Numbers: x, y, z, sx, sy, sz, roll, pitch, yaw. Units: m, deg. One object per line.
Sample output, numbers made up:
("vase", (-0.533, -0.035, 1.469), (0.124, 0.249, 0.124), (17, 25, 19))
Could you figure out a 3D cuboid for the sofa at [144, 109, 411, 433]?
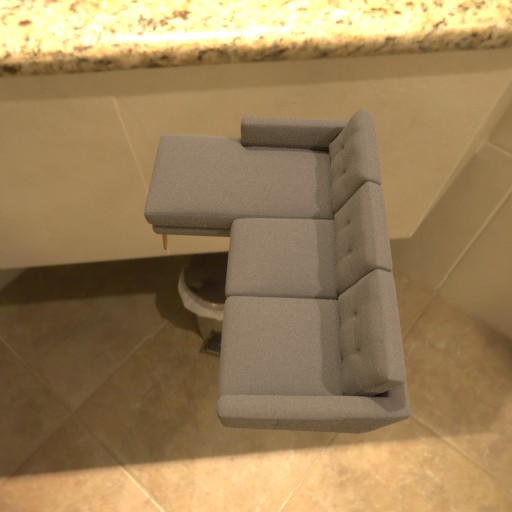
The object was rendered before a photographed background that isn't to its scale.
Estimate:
("sofa", (0.000, 0.000, 2.766), (1.530, 0.860, 2.040), (2, 59, 1))
